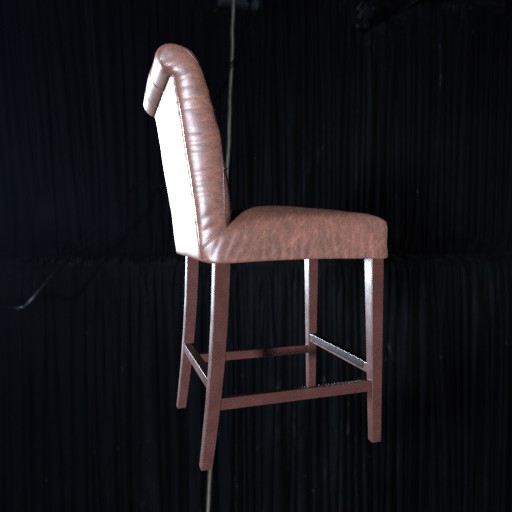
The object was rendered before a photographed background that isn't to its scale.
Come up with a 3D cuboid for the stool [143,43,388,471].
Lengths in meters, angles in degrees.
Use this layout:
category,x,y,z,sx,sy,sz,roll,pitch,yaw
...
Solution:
category,x,y,z,sx,sy,sz,roll,pitch,yaw
stool,0.000,0.000,1.404,0.660,1.084,0.486,-1,3,-18
